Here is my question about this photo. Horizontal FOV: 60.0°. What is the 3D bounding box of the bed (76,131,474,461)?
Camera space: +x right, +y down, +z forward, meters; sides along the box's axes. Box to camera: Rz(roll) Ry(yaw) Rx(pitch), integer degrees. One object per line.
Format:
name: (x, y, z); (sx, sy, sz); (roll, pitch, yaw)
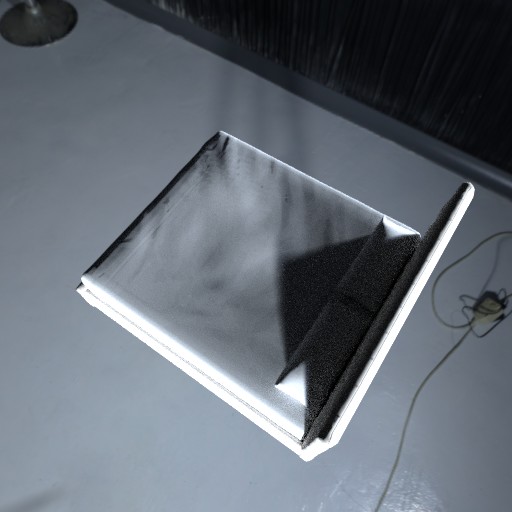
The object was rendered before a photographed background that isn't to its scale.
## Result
bed: (0.000, 0.000, 3.646); (2.387, 1.427, 2.078); (31, 67, 15)
